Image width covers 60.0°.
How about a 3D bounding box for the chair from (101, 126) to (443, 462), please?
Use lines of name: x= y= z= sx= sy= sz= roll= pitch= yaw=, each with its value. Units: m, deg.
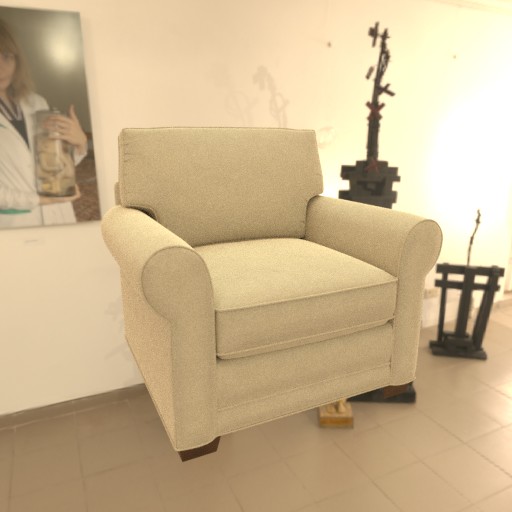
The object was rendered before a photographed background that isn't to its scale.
chair: x=0.000 y=0.000 z=1.687 sx=1.040 sy=0.955 sz=0.863 roll=-7 pitch=16 yaw=-25
